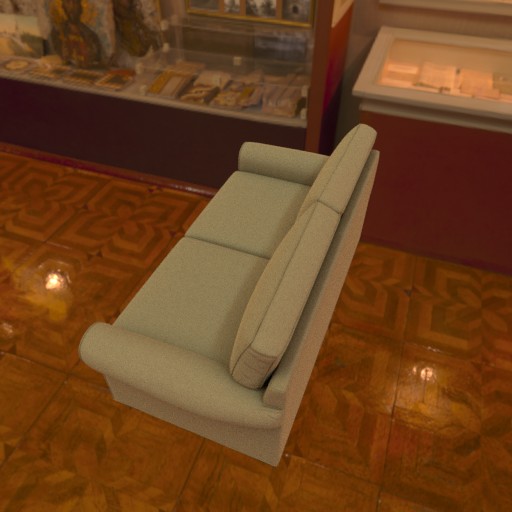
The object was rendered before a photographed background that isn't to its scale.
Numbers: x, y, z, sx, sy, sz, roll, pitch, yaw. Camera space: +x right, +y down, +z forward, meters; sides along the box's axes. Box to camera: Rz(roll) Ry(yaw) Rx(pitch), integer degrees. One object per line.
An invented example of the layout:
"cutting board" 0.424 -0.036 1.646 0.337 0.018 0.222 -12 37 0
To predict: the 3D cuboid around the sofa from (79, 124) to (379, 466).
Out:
"sofa" 0.000 0.000 2.453 0.940 0.952 1.930 16 46 16
